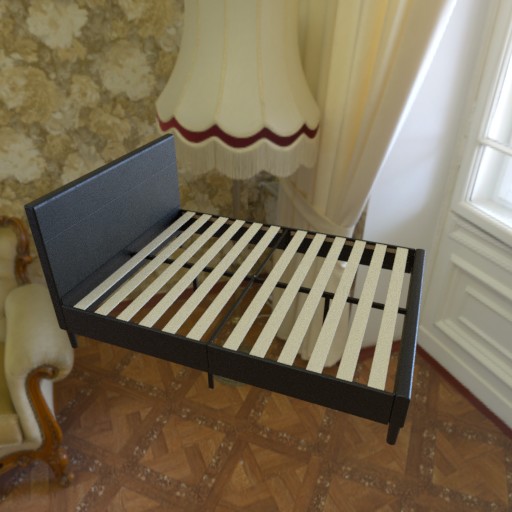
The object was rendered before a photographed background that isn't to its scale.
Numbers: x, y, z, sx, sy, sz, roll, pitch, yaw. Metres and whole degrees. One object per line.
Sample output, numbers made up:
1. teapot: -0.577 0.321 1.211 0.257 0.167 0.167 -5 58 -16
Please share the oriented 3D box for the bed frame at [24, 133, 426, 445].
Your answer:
1. bed frame: 0.000 0.000 3.196 2.318 1.127 1.634 11 33 18
